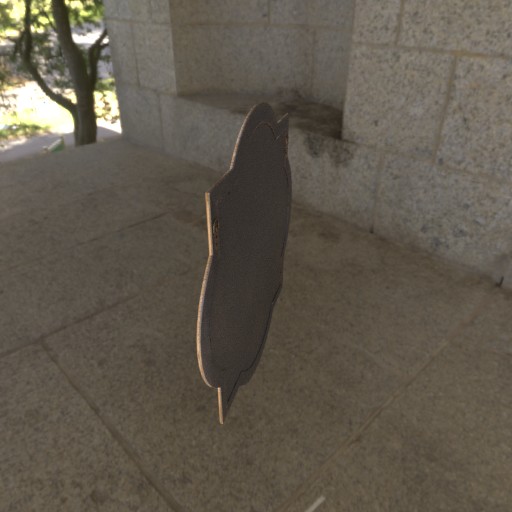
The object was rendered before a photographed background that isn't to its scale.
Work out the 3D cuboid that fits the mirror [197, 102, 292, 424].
[{"bbox_3d":[0.000,0.000,1.061,0.019,0.686,0.686,9,32,14],"label":"mirror"}]
